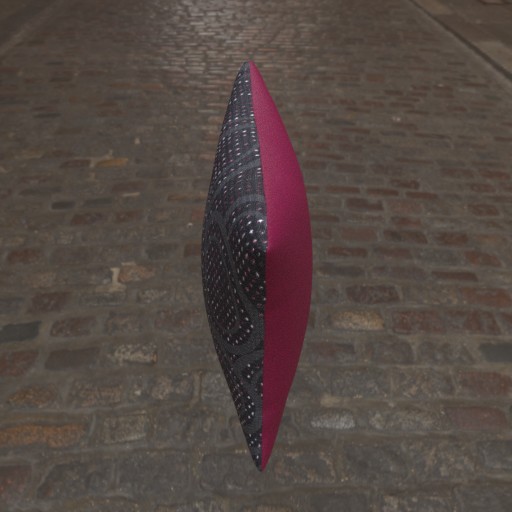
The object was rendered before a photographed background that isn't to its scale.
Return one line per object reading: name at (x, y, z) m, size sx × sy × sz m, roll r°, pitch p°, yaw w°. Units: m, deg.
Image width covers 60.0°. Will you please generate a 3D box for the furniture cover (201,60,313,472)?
furniture cover at (0.000, 0.000, 0.797) m, size 0.193 × 0.509 × 0.552 m, roll -2°, pitch 42°, yaw -2°
